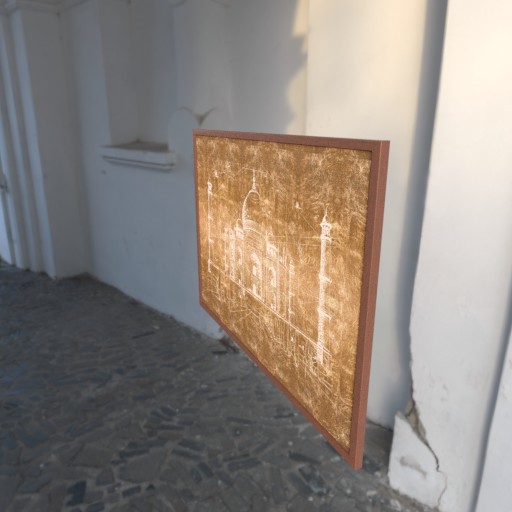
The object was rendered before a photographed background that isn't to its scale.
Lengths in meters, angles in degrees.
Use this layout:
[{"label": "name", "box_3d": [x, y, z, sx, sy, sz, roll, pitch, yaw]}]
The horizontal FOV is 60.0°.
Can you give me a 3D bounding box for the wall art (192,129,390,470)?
[{"label": "wall art", "box_3d": [0.000, 0.000, 0.849, 0.014, 0.455, 0.660, -8, 19, -25]}]
